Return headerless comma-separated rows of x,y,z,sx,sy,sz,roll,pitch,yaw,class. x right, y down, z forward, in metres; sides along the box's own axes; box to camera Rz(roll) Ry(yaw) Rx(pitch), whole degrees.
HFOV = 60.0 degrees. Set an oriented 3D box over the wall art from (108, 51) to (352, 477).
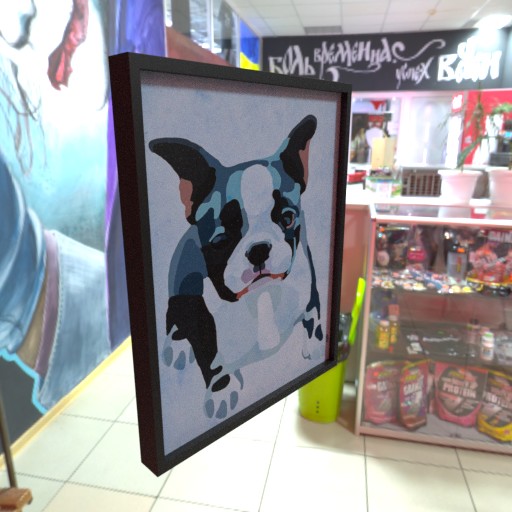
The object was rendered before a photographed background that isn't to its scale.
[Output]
0.000,0.000,0.480,0.030,0.369,0.294,15,21,42,wall art
